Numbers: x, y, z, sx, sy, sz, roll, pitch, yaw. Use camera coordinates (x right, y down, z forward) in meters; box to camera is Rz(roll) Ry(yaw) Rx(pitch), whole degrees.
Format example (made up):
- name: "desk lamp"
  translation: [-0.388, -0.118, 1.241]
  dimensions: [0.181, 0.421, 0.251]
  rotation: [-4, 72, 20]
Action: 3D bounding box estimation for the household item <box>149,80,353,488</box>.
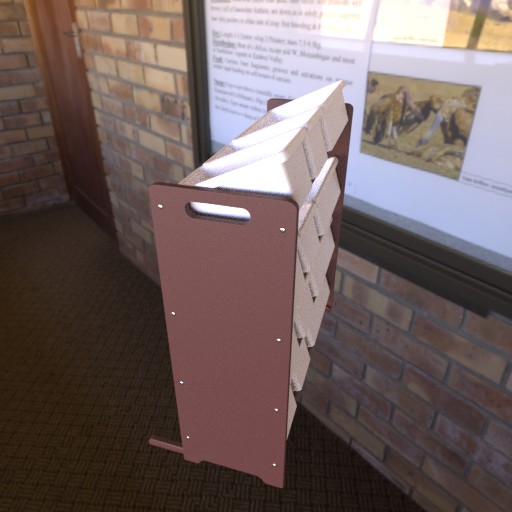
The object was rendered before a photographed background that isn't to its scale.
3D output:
- name: "household item"
  translation: [0.000, 0.000, 1.277]
  dimensions: [0.389, 0.864, 0.787]
  rotation: [9, 32, 15]
